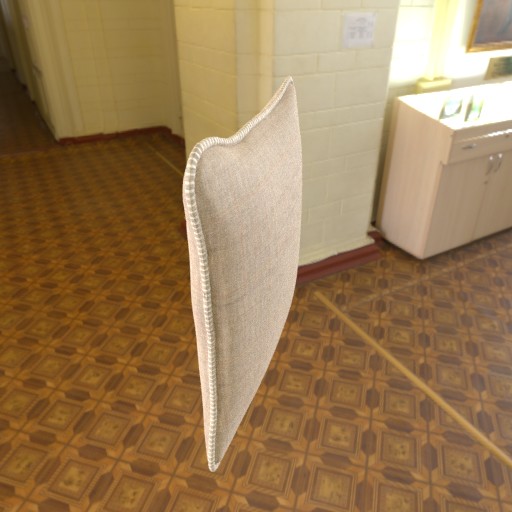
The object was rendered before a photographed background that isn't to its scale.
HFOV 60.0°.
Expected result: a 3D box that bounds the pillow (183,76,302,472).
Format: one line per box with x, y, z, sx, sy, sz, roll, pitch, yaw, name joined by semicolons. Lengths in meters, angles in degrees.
0.000;0.000;0.732;0.124;0.494;0.485;8;32;14;pillow
